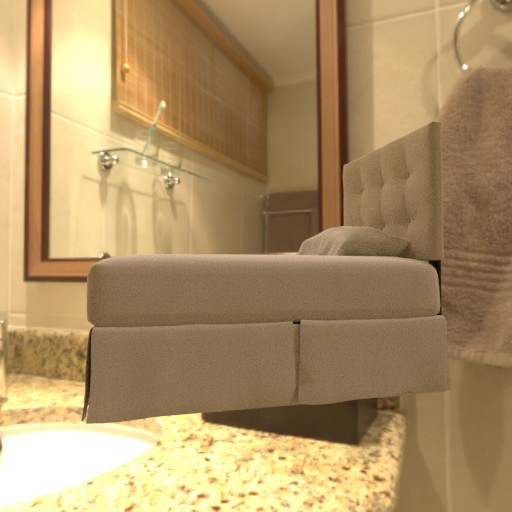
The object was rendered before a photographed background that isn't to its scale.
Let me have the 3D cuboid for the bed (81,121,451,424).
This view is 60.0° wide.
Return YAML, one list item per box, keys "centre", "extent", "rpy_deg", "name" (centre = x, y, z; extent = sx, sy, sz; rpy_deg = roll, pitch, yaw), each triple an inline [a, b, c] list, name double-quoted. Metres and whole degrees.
- centre: [0.000, 0.000, 2.852]
  extent: [1.997, 1.571, 1.261]
  rpy_deg: [1, -2, -16]
  name: "bed"
